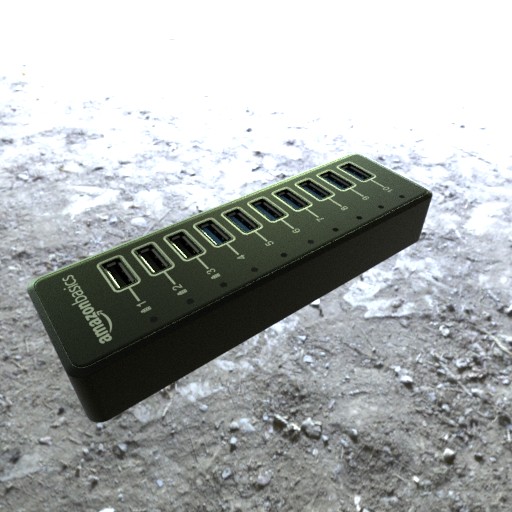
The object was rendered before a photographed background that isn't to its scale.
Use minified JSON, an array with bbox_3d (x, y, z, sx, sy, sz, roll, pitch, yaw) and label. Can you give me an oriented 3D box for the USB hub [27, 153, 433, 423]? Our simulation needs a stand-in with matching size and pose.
[{"bbox_3d":[0.000,0.000,0.162,0.145,0.023,0.044,-26,47,-27],"label":"USB hub"}]
